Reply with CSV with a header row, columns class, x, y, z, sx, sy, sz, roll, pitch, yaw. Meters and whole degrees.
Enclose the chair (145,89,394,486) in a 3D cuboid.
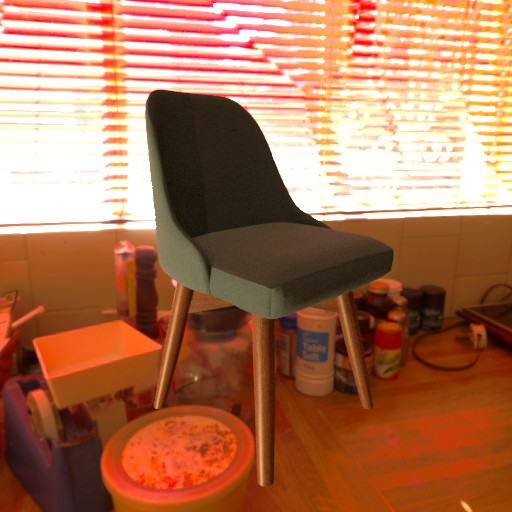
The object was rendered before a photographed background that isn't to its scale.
class,x,y,z,sx,sy,sz,roll,pitch,yaw
chair,0.000,0.000,1.198,0.503,0.882,0.589,-13,19,-43
